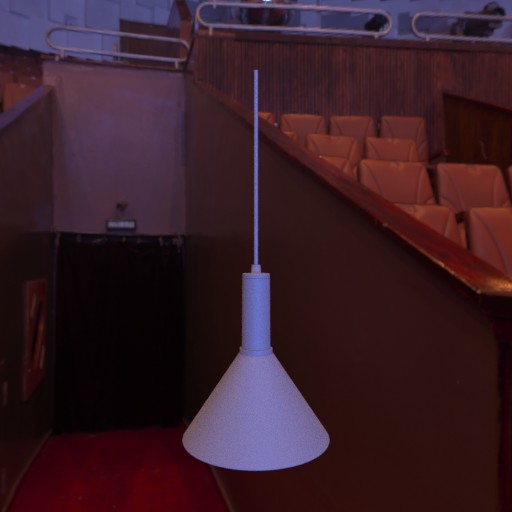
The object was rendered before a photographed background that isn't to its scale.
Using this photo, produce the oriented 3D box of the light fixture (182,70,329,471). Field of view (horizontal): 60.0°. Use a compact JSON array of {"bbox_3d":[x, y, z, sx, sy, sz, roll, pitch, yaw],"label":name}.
[{"bbox_3d":[0.000,0.000,0.817,0.267,0.683,0.267,0,0,-18],"label":"light fixture"}]
